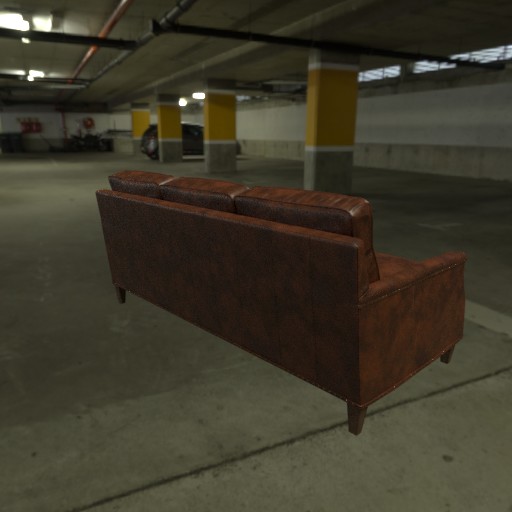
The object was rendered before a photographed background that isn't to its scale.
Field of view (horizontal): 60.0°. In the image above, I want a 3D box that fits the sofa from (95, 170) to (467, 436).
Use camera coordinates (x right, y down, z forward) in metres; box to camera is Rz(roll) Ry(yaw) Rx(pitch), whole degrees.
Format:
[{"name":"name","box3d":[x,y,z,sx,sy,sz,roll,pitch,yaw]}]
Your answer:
[{"name":"sofa","box3d":[0.000,0.000,2.786,1.084,1.003,2.240,-14,21,-42]}]
